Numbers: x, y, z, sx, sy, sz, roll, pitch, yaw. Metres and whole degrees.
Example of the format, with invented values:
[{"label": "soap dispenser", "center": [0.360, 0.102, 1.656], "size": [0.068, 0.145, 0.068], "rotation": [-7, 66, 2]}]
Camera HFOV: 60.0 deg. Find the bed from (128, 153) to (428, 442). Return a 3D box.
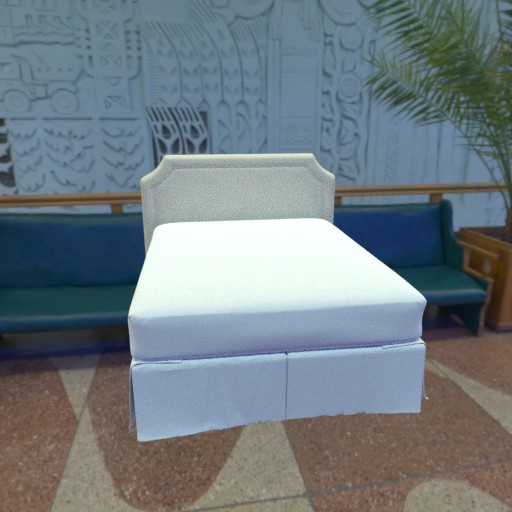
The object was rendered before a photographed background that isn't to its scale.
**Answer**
[{"label": "bed", "center": [0.000, 0.000, 3.266], "size": [1.827, 1.296, 2.209], "rotation": [-2, 18, -8]}]
